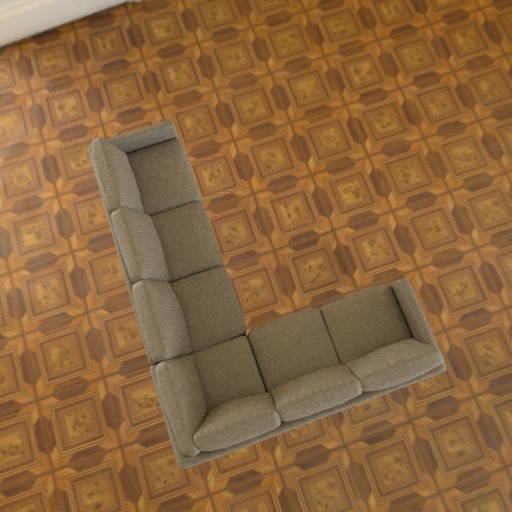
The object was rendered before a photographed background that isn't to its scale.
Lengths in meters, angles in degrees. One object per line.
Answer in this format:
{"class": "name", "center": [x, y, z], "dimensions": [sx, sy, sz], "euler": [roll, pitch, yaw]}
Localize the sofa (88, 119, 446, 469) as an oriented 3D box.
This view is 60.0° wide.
{"class": "sofa", "center": [0.000, 0.000, 4.515], "dimensions": [2.593, 0.947, 3.302], "euler": [-19, 77, -4]}
